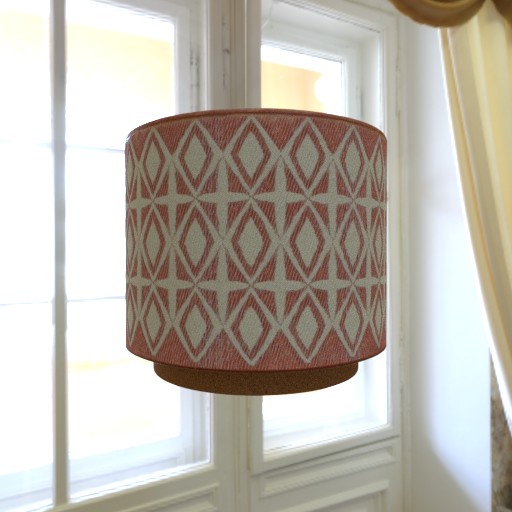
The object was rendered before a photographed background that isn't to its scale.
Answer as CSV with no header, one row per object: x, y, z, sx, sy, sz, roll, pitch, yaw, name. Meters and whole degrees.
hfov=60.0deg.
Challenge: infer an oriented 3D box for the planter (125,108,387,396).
0.000,0.000,0.483,0.273,0.237,0.273,0,1,0,planter
